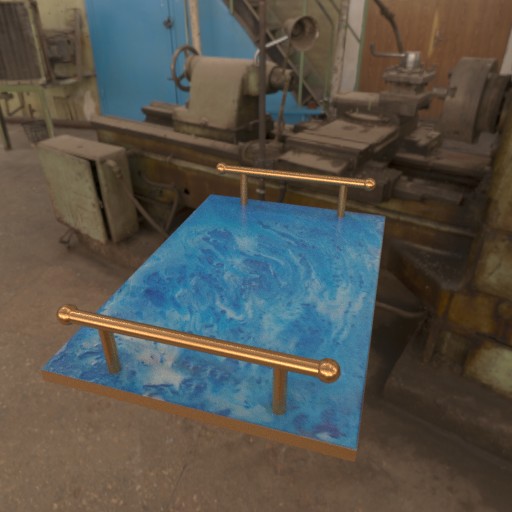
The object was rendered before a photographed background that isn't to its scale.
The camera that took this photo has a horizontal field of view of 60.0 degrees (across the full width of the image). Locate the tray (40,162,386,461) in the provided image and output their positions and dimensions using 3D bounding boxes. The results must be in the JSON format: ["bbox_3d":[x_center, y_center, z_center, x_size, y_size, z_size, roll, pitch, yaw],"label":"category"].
[{"bbox_3d":[0.000,0.000,0.559,0.304,0.084,0.444,9,32,14],"label":"tray"}]
